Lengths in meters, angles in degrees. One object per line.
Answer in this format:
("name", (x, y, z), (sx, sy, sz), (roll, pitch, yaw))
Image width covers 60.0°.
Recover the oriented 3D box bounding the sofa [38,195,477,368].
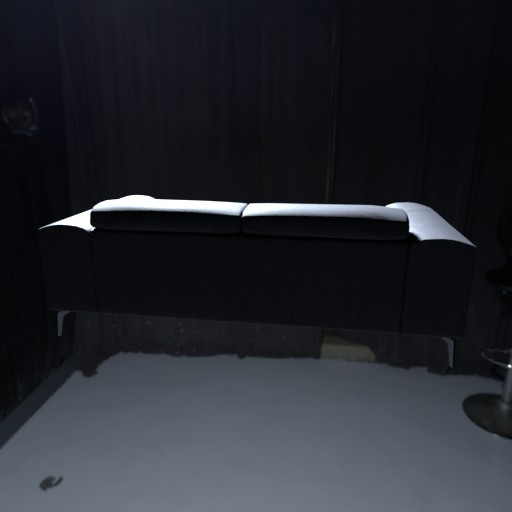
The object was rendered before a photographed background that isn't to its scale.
("sofa", (0.000, 0.000, 2.834), (2.330, 0.814, 1.048), (3, 17, 9))
